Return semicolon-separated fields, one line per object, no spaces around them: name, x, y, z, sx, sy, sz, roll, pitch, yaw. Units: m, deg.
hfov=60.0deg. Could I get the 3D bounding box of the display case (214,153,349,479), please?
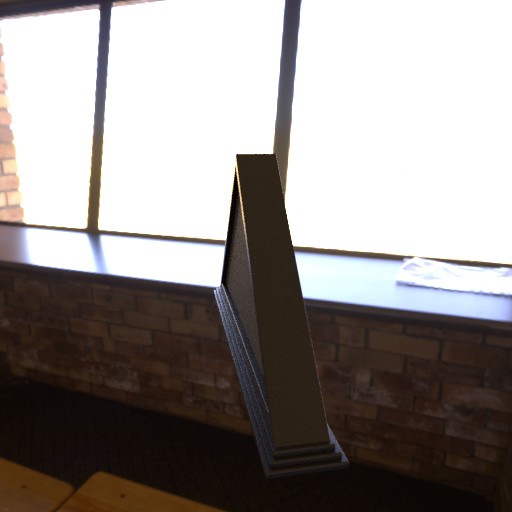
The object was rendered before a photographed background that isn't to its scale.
display case;0.000;0.000;0.756;0.095;0.340;0.640;-3;14;-10
